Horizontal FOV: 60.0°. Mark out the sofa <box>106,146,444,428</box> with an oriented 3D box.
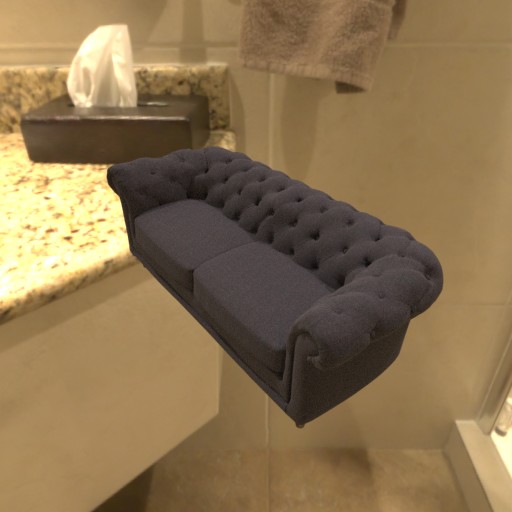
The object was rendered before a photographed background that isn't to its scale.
[{"bbox_3d":[0.000,0.000,2.899,1.046,0.836,2.335,-22,39,-30],"label":"sofa"}]
